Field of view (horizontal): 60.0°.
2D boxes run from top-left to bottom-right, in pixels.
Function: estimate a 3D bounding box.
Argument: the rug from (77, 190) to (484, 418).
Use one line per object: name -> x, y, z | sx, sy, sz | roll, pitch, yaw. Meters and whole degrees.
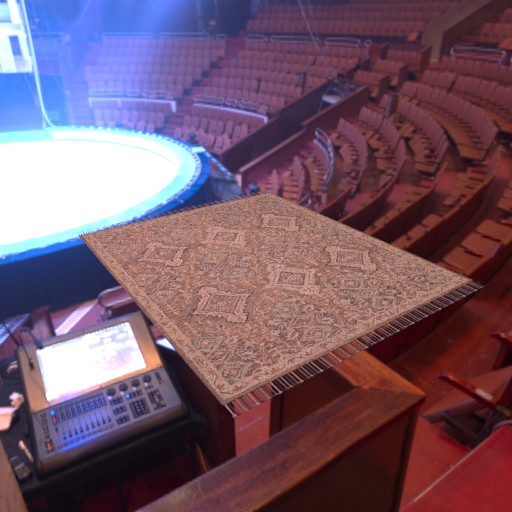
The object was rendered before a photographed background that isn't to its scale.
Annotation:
rug -> 0.000, 0.000, 4.114 | 2.437, 0.010, 3.056 | -17, 31, -31
